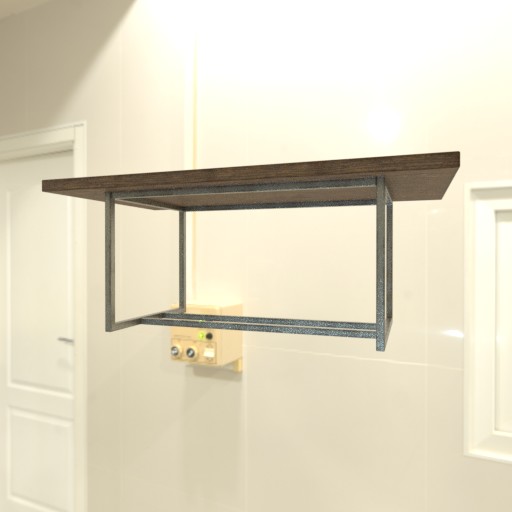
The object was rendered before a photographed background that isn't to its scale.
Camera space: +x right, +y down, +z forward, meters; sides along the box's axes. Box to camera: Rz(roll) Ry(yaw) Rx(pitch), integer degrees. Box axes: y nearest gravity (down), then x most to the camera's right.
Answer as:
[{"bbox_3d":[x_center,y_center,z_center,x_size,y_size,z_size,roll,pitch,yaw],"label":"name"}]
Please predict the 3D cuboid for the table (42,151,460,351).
[{"bbox_3d":[0.000,0.000,2.488,1.989,0.795,1.078,0,0,19],"label":"table"}]
